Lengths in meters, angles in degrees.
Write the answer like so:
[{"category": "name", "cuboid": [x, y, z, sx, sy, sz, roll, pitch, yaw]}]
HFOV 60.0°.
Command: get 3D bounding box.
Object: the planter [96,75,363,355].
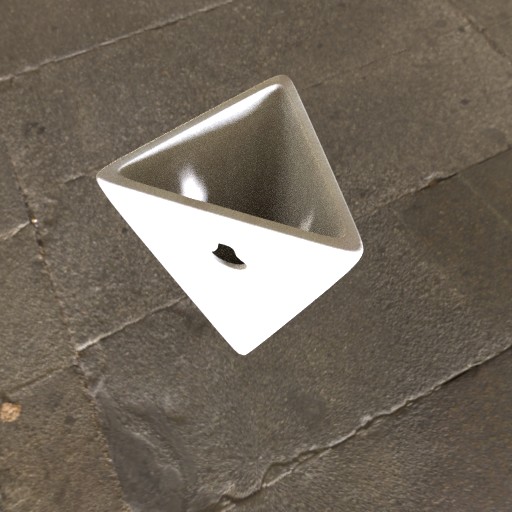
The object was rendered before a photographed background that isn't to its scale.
[{"category": "planter", "cuboid": [0.000, 0.000, 0.273, 0.101, 0.224, 0.081, 17, 66, 8]}]
